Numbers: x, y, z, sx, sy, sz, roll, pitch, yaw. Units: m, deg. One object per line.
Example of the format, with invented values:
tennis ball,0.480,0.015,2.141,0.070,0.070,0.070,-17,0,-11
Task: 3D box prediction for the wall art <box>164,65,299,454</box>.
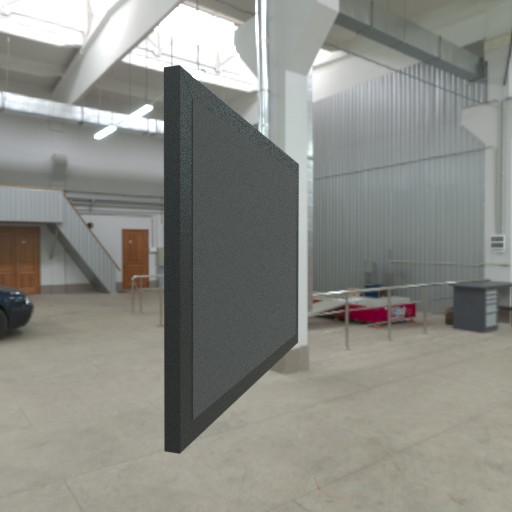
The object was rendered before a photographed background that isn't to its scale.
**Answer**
wall art,0.000,0.000,0.556,0.016,0.306,0.432,0,1,18
